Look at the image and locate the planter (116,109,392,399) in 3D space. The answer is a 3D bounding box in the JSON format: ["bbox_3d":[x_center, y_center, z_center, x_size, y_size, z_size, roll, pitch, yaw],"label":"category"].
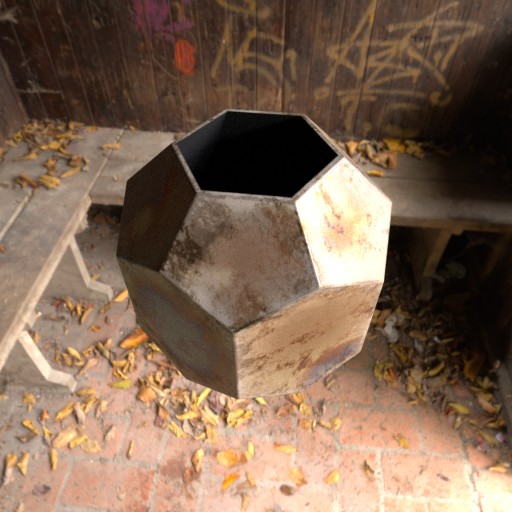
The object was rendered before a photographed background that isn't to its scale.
[{"bbox_3d":[0.000,0.000,0.424,0.243,0.238,0.221,-17,49,-15],"label":"planter"}]
